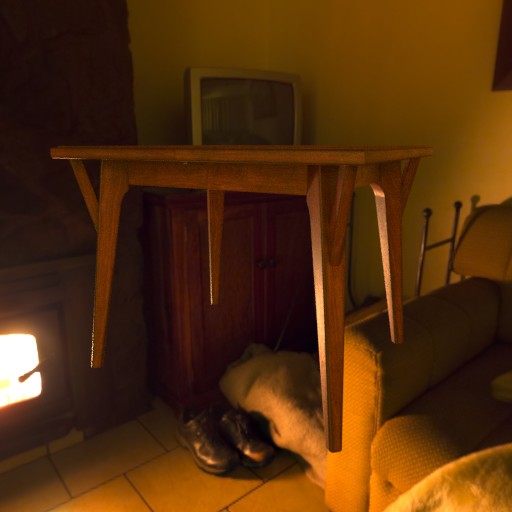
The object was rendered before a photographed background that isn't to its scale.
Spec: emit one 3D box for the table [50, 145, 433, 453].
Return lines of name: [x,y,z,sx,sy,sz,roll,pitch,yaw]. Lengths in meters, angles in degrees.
table: [0.000,0.000,1.579,0.991,0.761,0.838,8,16,29]
